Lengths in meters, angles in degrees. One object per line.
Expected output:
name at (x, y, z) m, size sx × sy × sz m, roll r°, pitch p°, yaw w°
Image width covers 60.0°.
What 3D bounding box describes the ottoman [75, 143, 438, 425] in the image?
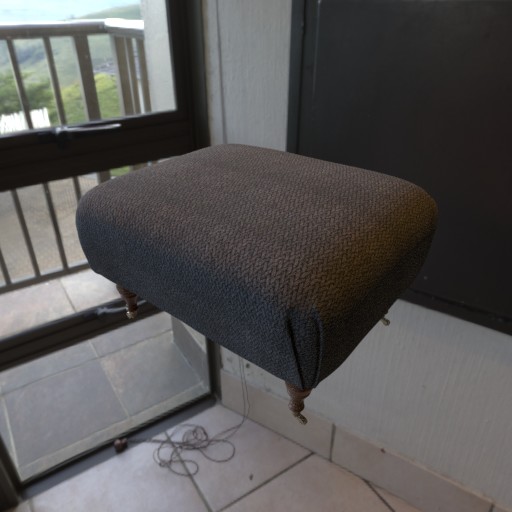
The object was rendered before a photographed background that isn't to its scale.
ottoman at (0.000, 0.000, 1.164) m, size 0.747 × 0.450 × 0.622 m, roll 22°, pitch 37°, yaw 32°
